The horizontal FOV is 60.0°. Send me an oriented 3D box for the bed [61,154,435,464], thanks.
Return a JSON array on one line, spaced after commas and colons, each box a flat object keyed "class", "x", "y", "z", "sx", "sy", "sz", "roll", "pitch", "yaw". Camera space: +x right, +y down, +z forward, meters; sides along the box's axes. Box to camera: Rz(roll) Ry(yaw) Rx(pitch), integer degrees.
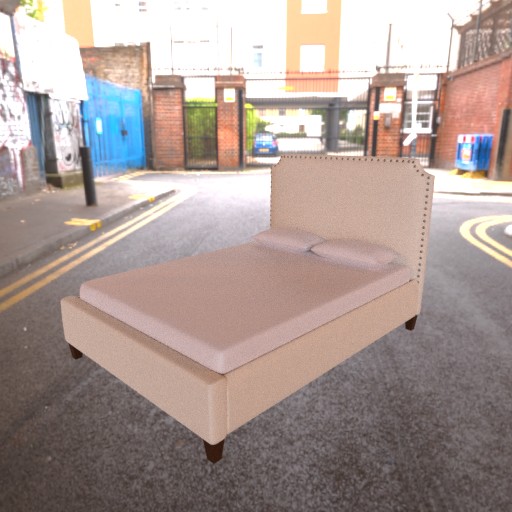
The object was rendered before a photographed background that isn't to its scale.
[{"class": "bed", "x": 0.000, "y": 0.000, "z": 3.407, "sx": 1.712, "sy": 1.443, "sz": 2.372, "roll": 14, "pitch": 21, "yaw": 42}]
